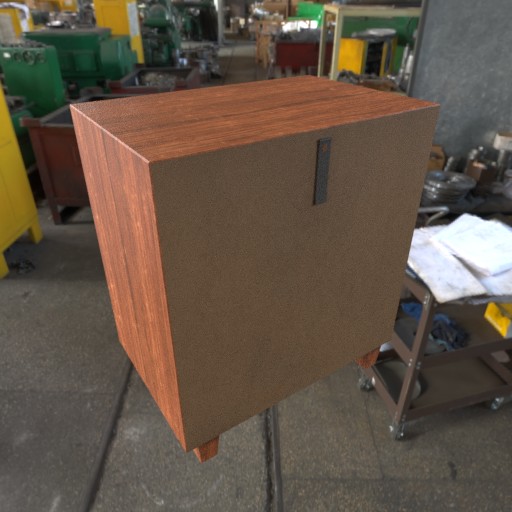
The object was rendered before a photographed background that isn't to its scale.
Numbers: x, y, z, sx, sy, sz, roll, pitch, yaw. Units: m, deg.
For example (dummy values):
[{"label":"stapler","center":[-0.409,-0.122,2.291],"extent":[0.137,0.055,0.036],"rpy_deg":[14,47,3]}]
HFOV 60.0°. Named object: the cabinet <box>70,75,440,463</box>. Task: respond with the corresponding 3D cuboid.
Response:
[{"label":"cabinet","center":[0.000,0.000,1.048],"extent":[0.607,0.695,0.410],"rpy_deg":[-19,36,-28]}]
